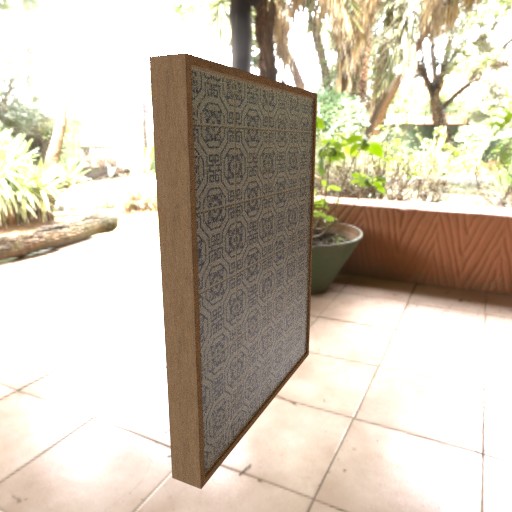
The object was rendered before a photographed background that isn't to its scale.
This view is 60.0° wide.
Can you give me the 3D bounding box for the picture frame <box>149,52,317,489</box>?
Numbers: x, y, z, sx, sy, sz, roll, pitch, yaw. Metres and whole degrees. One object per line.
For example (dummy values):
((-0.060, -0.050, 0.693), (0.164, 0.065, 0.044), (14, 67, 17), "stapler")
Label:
((0.000, 0.000, 0.706), (0.046, 0.526, 0.421), (7, 16, 25), "picture frame")
